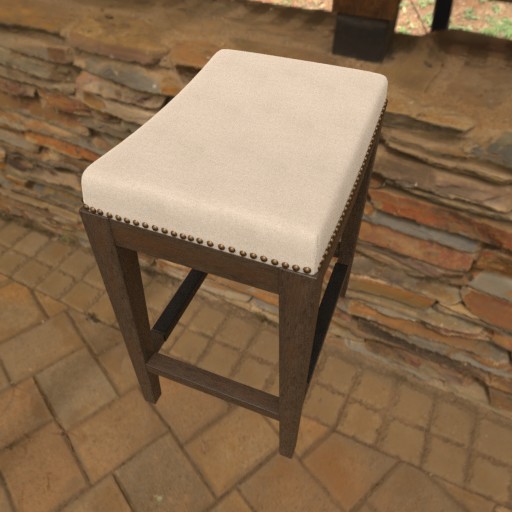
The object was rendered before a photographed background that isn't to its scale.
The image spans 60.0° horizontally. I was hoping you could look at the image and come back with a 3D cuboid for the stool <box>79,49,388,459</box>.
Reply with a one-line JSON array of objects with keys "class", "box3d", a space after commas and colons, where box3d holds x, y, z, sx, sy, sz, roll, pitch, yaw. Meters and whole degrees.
[{"class": "stool", "box3d": [0.000, 0.000, 0.922, 0.361, 0.642, 0.500, 16, 48, 15]}]
